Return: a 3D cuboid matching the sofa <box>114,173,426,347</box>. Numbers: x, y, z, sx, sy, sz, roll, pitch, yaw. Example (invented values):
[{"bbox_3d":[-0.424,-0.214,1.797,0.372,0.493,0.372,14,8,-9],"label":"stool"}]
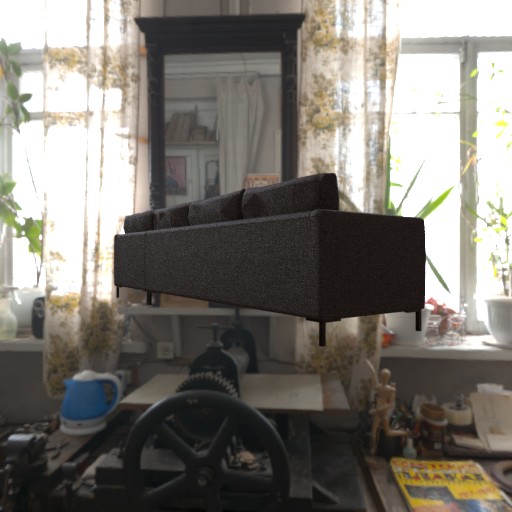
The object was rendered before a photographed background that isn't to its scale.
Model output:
[{"bbox_3d":[0.000,0.000,3.851,1.483,0.892,3.221,0,0,-35],"label":"sofa"}]
